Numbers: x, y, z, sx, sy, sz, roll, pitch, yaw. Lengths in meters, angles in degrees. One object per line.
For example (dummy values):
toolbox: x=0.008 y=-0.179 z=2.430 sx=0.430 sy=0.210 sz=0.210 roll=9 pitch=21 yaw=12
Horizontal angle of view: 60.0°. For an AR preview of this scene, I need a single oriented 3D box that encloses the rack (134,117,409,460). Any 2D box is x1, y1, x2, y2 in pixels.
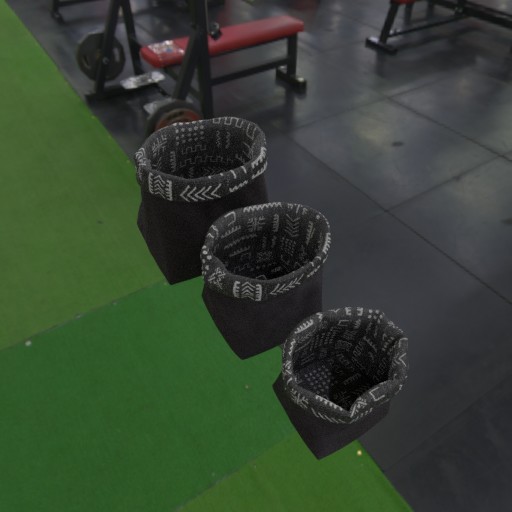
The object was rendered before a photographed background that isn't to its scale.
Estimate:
rack: x=0.000 y=0.000 z=1.082 sx=0.379 sy=0.323 sz=0.905 roll=-22 pitch=49 yaw=-21
